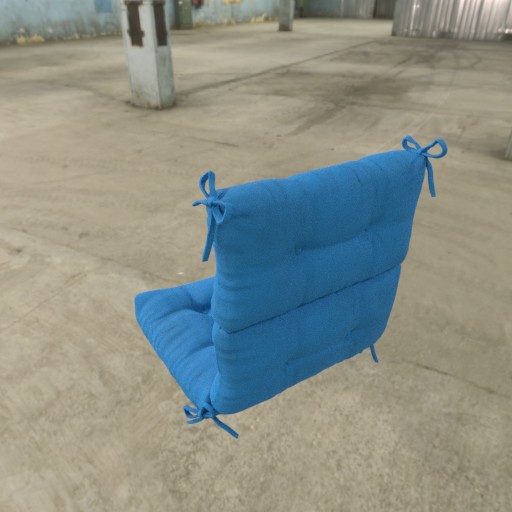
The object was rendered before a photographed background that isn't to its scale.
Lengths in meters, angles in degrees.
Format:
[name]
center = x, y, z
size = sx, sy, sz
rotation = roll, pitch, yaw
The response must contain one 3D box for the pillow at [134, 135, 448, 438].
[pillow]
center = 0.000, 0.000, 1.041
size = 0.519, 0.605, 0.571
rotation = -18, 34, -28
